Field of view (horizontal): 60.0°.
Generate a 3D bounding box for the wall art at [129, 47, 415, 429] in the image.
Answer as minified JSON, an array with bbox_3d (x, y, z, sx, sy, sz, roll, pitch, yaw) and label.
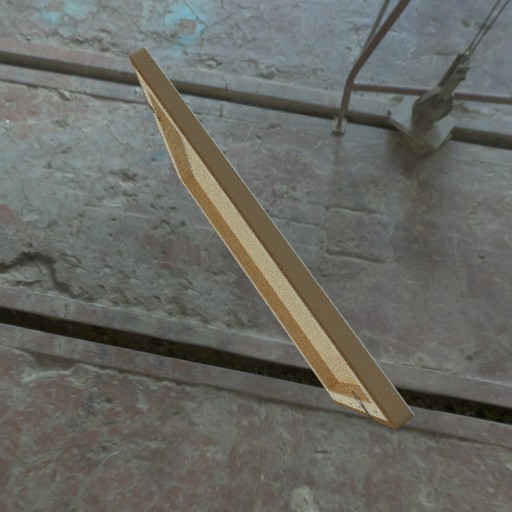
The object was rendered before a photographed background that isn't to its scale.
[{"bbox_3d":[0.000,0.000,0.479,0.019,0.254,0.380,-34,78,-8],"label":"wall art"}]
